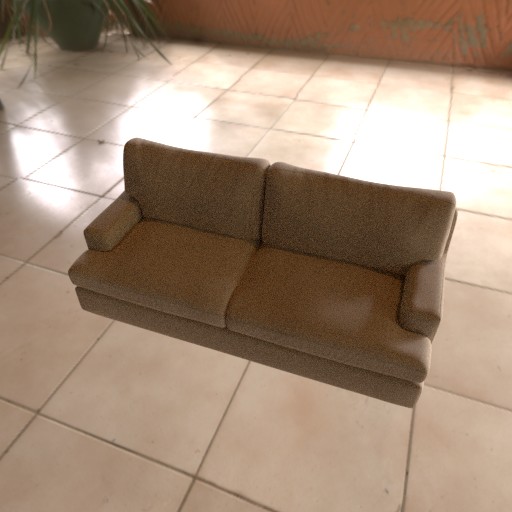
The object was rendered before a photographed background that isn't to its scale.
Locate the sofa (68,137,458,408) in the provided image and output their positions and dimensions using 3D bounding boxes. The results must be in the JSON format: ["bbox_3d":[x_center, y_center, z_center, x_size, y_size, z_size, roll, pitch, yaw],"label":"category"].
[{"bbox_3d":[0.000,0.000,2.669,2.147,0.925,0.929,13,42,15],"label":"sofa"}]
